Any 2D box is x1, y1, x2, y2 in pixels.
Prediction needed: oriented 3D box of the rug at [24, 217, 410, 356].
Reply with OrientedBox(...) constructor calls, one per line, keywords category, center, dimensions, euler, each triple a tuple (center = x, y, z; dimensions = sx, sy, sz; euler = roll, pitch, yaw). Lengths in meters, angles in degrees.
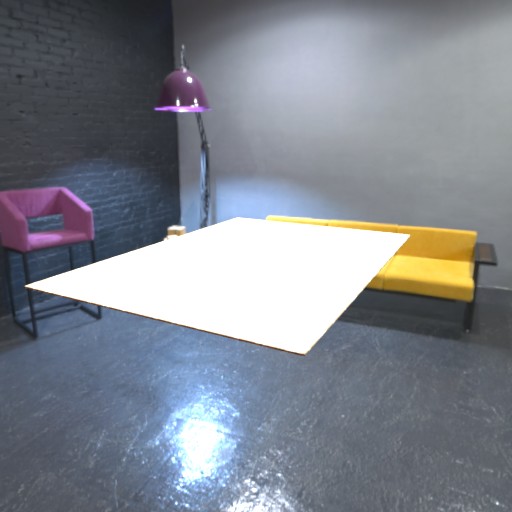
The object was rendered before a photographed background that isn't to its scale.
OrientedBox(category="rug", center=(0.000, 0.000, 2.800), dimensions=(1.524, 0.010, 2.134), euler=(8, 18, 27))
